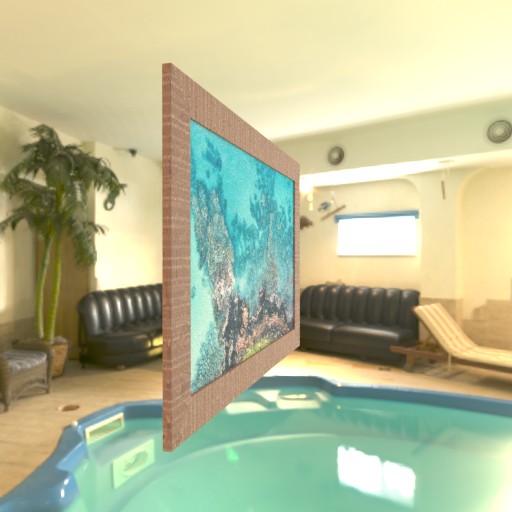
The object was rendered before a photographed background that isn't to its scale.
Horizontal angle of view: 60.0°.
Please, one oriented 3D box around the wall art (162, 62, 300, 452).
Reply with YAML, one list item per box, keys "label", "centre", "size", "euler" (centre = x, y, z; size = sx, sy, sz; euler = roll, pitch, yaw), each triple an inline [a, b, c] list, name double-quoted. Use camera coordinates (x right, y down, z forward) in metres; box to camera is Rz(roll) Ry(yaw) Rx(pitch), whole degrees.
- label: "wall art"
  centre: [0.000, 0.000, 1.364]
  size: [0.020, 0.761, 1.056]
  euler: [0, 0, 19]
